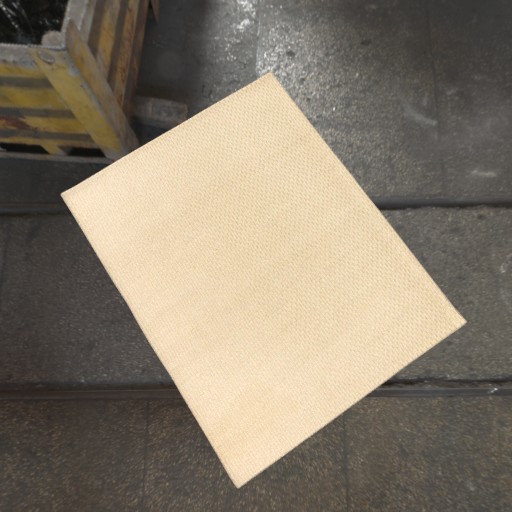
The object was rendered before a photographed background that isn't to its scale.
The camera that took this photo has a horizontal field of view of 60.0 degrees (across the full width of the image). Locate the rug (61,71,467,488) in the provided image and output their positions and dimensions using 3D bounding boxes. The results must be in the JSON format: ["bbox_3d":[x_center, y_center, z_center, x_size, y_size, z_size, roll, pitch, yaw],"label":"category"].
[{"bbox_3d":[0.000,0.000,3.820,2.277,0.035,2.897,-33,78,-8],"label":"rug"}]
